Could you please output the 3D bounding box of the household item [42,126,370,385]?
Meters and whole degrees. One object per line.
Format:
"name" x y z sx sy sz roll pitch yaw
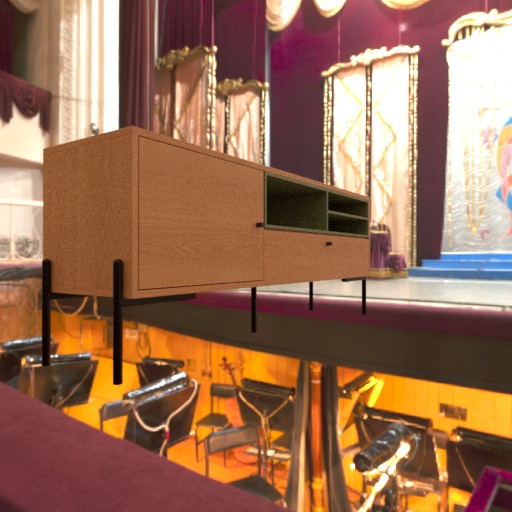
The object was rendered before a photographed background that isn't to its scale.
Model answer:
"household item" 0.000 0.000 1.743 0.400 0.600 1.550 0 0 35
